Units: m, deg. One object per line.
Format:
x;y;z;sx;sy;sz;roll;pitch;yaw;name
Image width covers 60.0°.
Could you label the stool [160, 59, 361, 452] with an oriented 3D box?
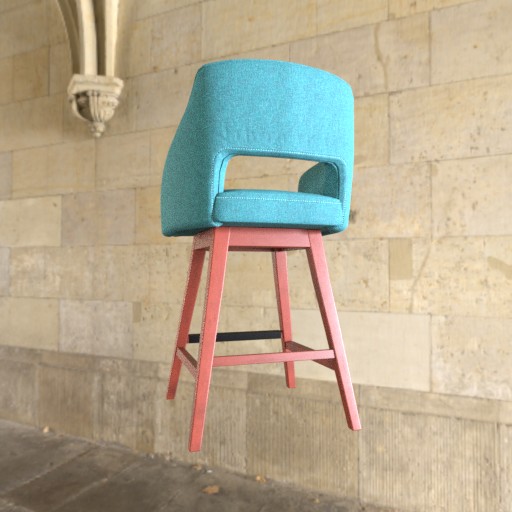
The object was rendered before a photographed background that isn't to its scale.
0.000;0.000;1.349;0.548;0.961;0.556;1;-2;-18;stool
